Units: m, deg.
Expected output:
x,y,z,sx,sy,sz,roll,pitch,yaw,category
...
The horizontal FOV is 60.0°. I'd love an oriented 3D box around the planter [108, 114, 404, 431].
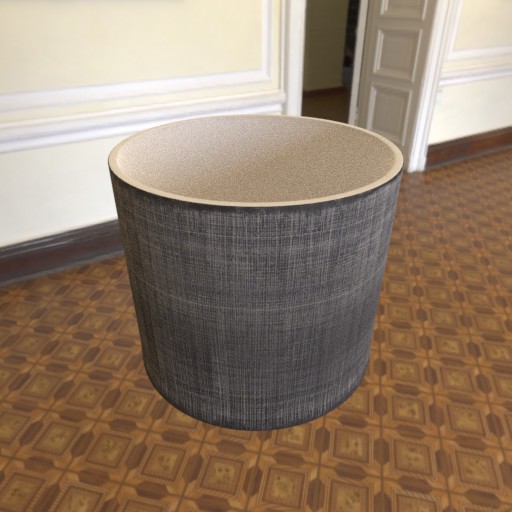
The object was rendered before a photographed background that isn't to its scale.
x,y,z,sx,sy,sz,roll,pitch,yaw,category
0.000,0.000,0.317,0.178,0.157,0.178,0,31,0,planter
